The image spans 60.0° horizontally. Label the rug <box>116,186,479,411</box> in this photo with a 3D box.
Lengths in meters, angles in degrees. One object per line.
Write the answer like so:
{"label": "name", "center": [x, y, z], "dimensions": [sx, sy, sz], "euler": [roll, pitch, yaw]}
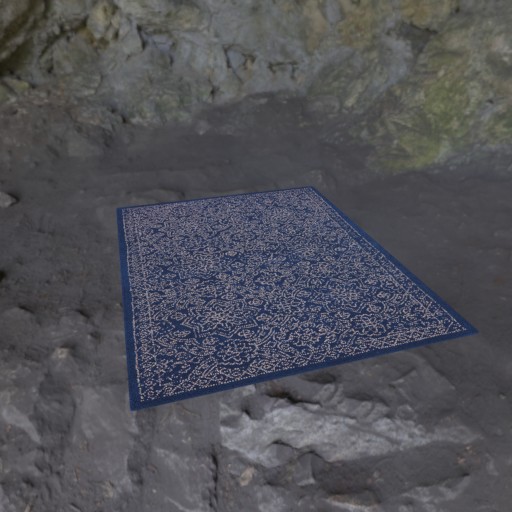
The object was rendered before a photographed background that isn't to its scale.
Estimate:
{"label": "rug", "center": [0.000, 0.000, 4.133], "dimensions": [2.438, 0.010, 3.048], "euler": [-9, 31, -15]}
